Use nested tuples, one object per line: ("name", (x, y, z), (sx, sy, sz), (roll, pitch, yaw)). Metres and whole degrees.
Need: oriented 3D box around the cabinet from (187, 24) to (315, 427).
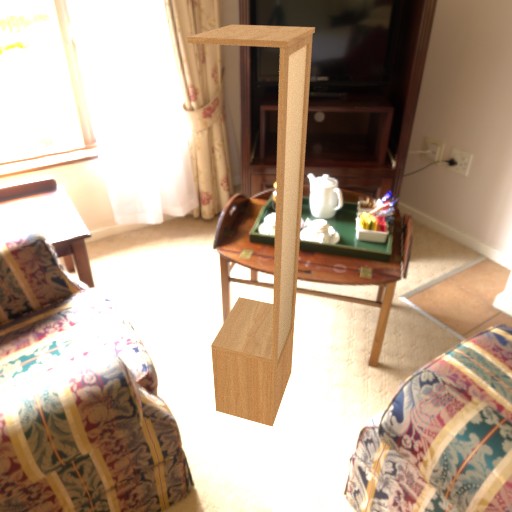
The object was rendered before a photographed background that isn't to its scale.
("cabinet", (0.000, 0.000, 2.070), (0.338, 1.879, 0.411), (10, 34, 15))
